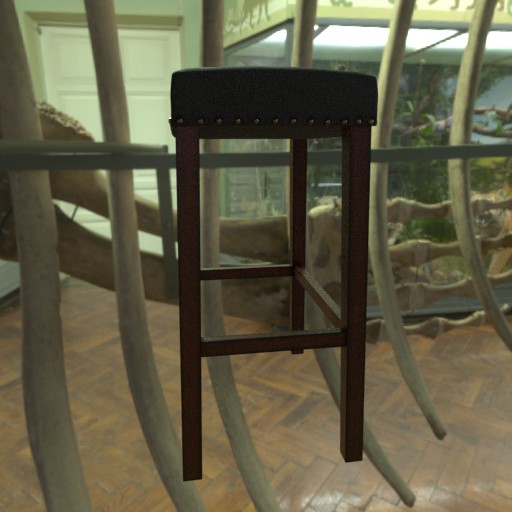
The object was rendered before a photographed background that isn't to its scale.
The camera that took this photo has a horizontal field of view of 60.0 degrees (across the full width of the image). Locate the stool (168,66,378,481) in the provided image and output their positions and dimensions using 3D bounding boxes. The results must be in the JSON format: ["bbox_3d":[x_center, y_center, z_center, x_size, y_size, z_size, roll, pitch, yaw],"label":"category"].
[{"bbox_3d":[0.000,0.000,1.025,0.366,0.760,0.502,-2,16,-9],"label":"stool"}]
